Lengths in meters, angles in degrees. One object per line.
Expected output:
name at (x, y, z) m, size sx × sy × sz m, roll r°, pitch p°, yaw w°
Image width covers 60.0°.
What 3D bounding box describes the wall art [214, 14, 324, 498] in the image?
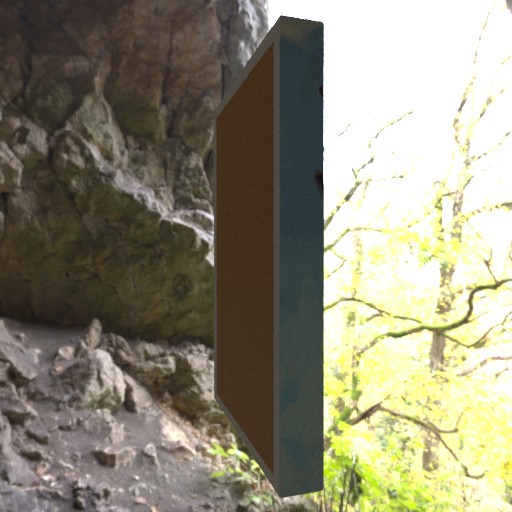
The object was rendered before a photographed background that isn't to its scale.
wall art at (0.000, 0.000, 0.472) m, size 0.039 × 0.380 × 0.251 m, roll 0°, pitch 1°, yaw -17°
